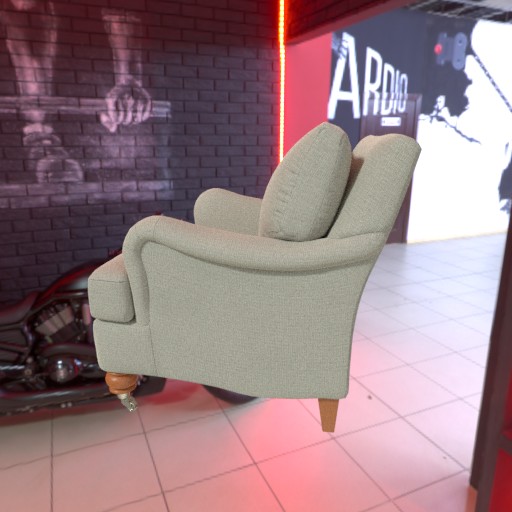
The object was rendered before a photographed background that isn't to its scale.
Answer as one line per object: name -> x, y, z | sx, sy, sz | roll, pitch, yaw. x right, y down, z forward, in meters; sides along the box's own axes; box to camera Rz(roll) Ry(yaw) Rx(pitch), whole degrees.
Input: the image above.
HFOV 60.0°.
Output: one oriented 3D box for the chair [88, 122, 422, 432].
chair -> 0.000, 0.000, 1.835 | 1.070, 1.038, 0.955 | 2, 15, 8
